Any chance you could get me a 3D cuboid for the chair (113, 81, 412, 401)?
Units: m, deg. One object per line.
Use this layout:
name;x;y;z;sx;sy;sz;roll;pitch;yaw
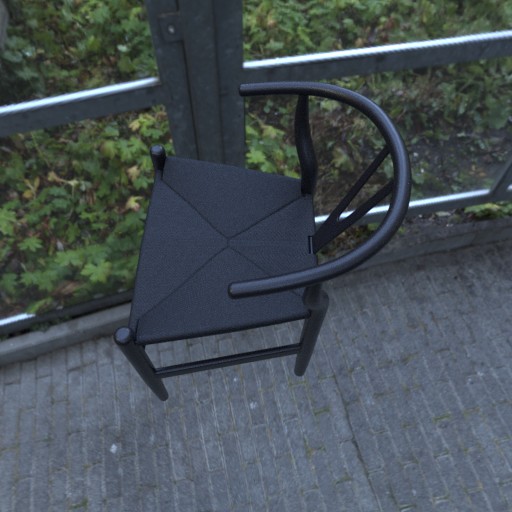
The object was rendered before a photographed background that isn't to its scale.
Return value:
chair;0.000;0.000;1.136;0.579;0.730;0.569;1;58;0
